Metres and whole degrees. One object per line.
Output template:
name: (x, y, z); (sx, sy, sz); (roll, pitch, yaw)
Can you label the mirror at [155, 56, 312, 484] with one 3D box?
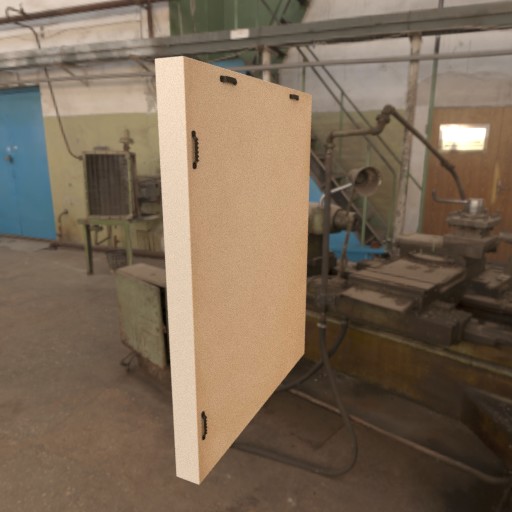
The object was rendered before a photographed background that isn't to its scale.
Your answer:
mirror: (0.000, 0.000, 0.689); (0.041, 0.509, 0.406); (7, 16, 24)
